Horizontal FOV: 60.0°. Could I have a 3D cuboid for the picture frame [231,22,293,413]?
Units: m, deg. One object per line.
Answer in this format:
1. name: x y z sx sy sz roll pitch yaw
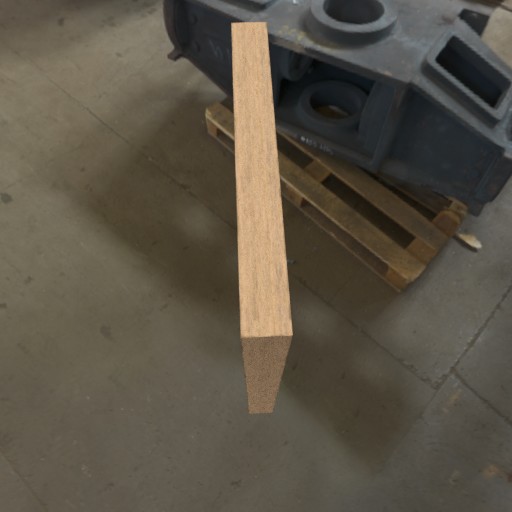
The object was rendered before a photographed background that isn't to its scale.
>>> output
1. picture frame: 0.000 0.000 0.721 0.046 0.526 0.421 -2 64 -1
